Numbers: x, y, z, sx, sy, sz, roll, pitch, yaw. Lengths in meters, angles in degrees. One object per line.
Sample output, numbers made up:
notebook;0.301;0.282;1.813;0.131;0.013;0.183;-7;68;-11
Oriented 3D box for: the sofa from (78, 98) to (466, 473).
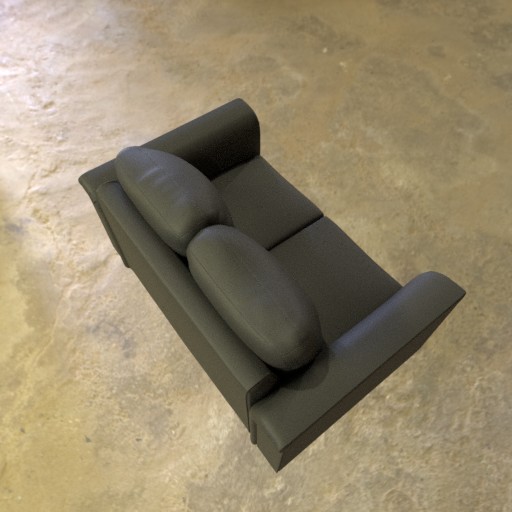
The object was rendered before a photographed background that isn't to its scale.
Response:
sofa;0.000;0.000;1.916;0.887;0.845;1.386;-33;63;-19
